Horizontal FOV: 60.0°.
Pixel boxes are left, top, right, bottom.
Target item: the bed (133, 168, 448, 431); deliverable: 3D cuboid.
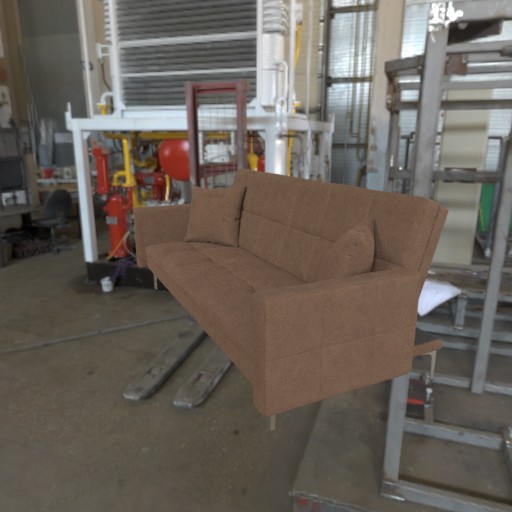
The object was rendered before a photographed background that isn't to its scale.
[{"bbox_3d":[0.000,0.000,2.339,0.889,0.787,1.905,-7,17,-25],"label":"bed"}]
